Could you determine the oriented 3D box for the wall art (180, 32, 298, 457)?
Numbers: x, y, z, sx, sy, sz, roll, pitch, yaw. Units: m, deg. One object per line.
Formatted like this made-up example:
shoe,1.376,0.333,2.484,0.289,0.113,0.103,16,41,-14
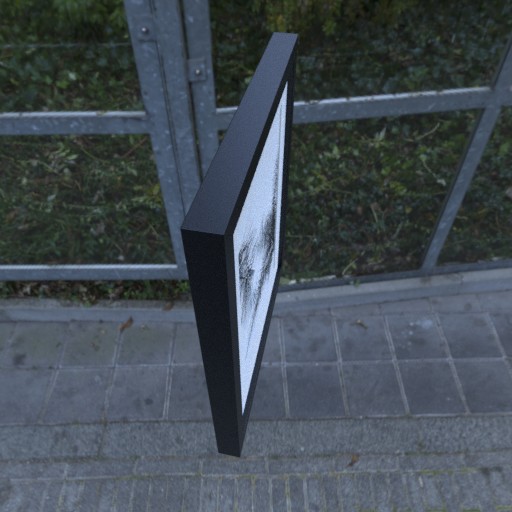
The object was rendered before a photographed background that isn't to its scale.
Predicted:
wall art,0.000,0.000,0.519,0.028,0.380,0.325,9,47,8
